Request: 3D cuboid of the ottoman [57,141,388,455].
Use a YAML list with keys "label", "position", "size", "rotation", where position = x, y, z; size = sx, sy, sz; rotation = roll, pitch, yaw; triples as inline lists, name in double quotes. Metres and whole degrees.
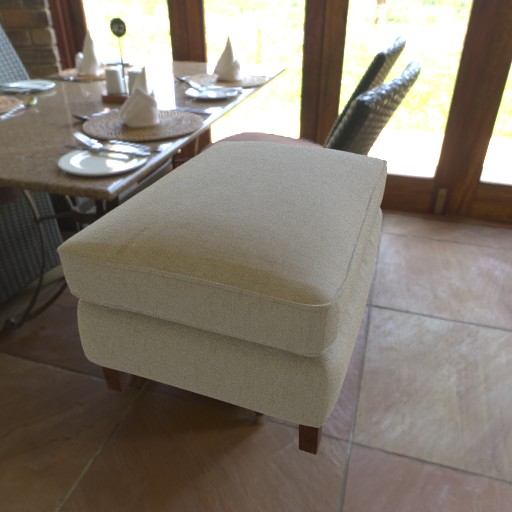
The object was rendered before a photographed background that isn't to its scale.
- label: "ottoman"
  position: [0.000, 0.000, 0.976]
  size: [0.501, 0.406, 0.665]
  rotation: [11, 32, 18]
